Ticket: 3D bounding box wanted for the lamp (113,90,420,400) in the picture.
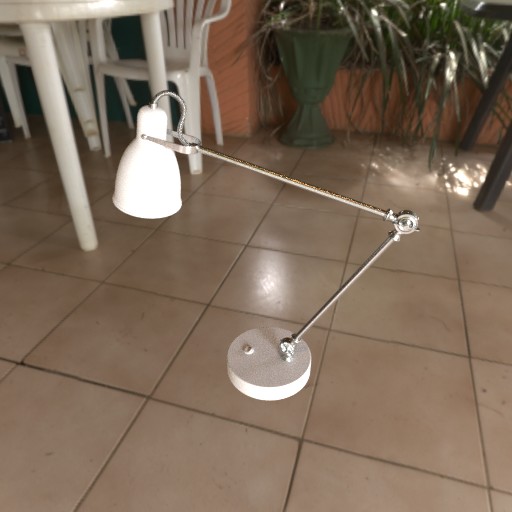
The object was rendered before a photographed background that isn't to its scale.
[{"bbox_3d":[0.000,0.000,0.853,0.561,0.587,0.187,9,33,13],"label":"lamp"}]
